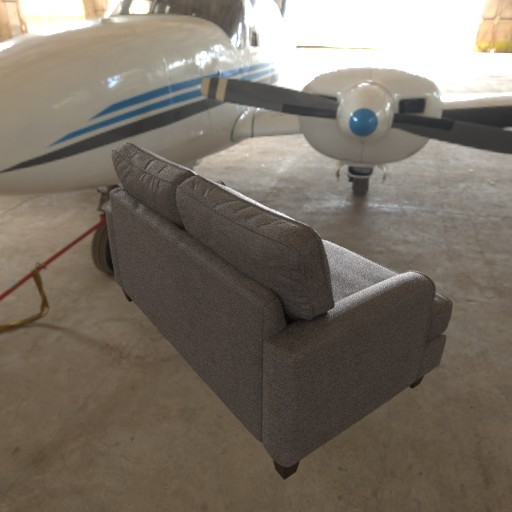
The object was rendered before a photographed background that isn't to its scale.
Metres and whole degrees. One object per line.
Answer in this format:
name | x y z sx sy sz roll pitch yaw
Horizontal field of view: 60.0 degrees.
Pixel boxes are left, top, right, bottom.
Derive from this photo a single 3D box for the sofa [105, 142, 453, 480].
sofa | 0.000 0.000 2.201 0.965 0.965 1.651 -18 32 -32
